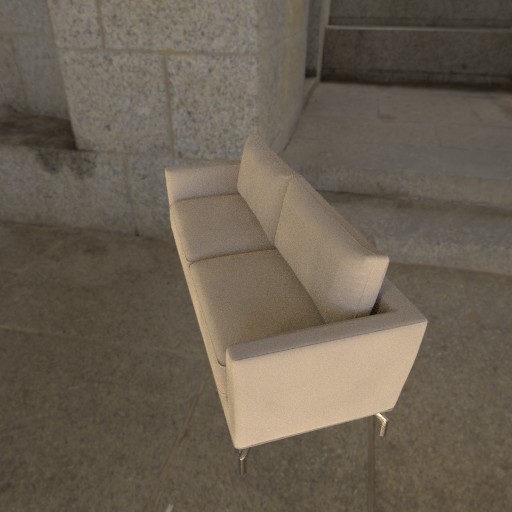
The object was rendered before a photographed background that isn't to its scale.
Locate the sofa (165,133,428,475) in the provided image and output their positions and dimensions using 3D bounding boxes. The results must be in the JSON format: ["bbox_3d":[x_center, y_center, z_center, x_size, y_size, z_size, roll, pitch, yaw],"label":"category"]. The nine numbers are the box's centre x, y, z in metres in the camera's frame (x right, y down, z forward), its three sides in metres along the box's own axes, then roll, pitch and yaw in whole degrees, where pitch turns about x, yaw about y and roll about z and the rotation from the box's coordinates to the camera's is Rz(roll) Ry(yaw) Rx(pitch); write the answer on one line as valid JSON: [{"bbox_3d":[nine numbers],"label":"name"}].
[{"bbox_3d":[0.000,0.000,2.762,0.868,1.005,2.214,-9,32,-14],"label":"sofa"}]
